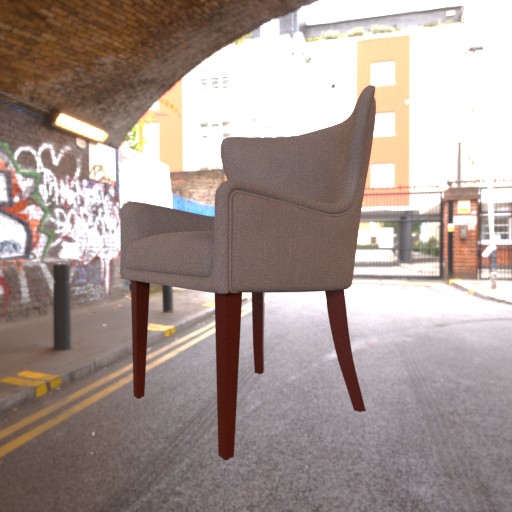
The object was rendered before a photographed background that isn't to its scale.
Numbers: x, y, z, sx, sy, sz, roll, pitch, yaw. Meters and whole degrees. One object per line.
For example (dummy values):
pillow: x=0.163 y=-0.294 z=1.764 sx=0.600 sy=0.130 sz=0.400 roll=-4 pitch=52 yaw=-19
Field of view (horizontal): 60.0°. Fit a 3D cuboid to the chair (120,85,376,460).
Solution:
chair: x=0.000 y=0.000 z=1.422 sx=0.677 sy=0.948 sz=0.732 roll=-1 pitch=1 yaw=-37
